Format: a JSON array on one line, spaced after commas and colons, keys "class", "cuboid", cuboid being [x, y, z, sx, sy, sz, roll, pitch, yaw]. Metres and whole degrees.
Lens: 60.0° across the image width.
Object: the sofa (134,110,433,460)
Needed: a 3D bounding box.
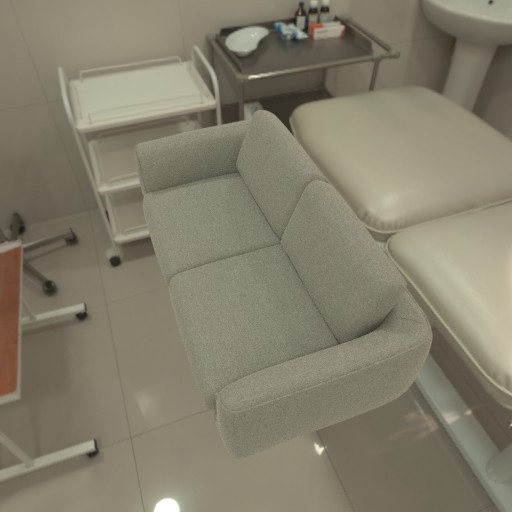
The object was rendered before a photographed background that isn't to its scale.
[{"class": "sofa", "cuboid": [0.000, 0.000, 2.195, 0.920, 0.850, 1.700, -16, 49, -14]}]
